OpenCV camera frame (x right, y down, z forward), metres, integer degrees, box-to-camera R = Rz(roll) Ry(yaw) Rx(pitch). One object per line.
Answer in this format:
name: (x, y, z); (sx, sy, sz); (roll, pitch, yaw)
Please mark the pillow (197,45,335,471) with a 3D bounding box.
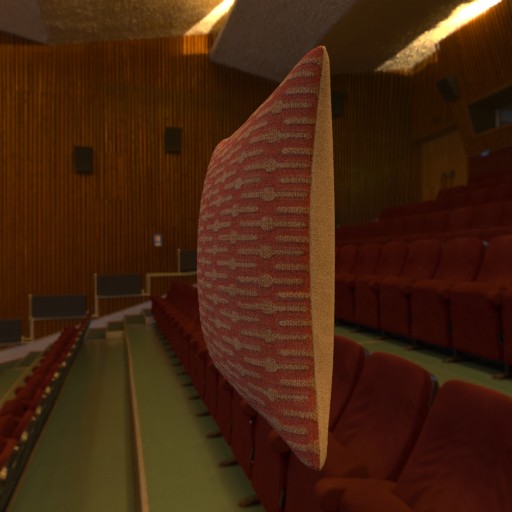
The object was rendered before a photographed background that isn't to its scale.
pillow: (0.000, 0.000, 0.759); (0.182, 0.503, 0.511); (0, 0, -18)
